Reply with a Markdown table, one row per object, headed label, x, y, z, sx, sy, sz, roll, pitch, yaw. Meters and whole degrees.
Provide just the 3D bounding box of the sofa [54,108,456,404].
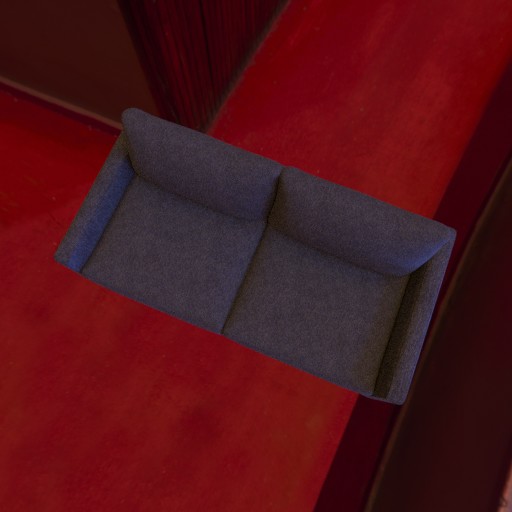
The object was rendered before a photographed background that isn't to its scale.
| label | x | y | z | sx | sy | sz | roll | pitch | yaw |
| --- | --- | --- | --- | --- | --- | --- | --- | --- | --- |
| sofa | 0.000 | 0.000 | 2.231 | 1.716 | 0.862 | 0.866 | 22 | 76 | 6 |
